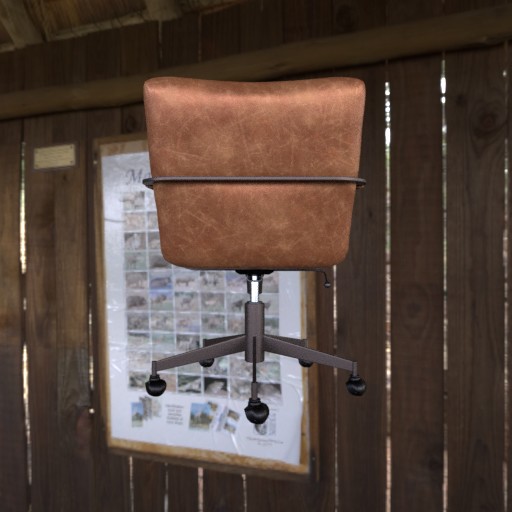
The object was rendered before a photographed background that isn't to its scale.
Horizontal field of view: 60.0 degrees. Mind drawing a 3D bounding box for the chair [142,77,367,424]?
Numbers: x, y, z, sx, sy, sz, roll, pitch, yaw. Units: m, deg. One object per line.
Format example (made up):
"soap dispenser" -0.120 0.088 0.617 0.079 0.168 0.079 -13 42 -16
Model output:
"chair" 0.000 0.000 1.489 0.727 0.922 0.754 0 0 0
